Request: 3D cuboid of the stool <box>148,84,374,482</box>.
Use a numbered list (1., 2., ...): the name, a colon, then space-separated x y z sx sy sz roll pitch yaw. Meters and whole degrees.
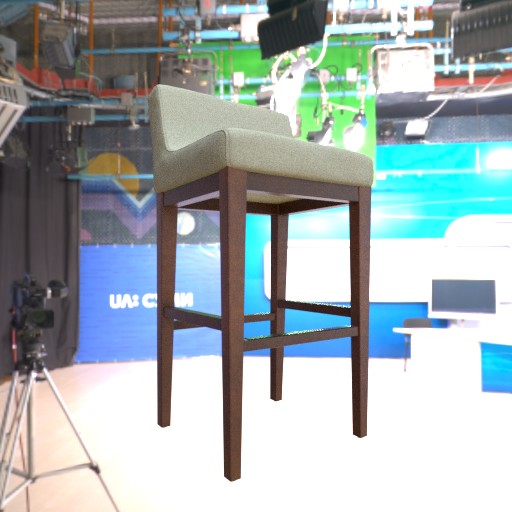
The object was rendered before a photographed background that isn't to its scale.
1. stool: 0.000 0.000 1.320 0.511 1.037 0.500 0 0 -35
